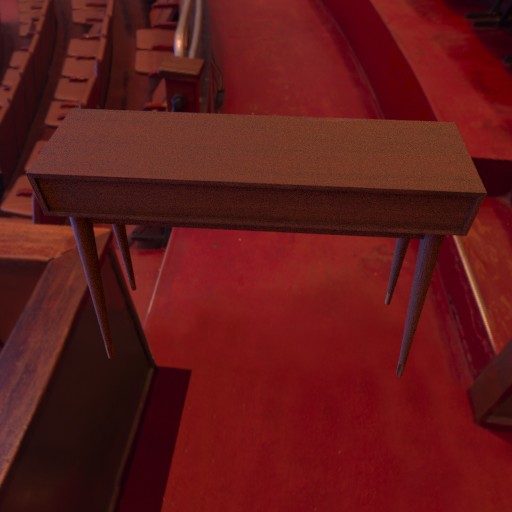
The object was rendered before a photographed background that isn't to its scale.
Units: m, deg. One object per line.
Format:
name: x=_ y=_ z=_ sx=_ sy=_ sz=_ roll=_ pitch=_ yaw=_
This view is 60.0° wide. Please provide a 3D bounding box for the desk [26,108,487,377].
desk: x=0.000 y=0.000 z=1.600 sx=1.204 sy=0.917 sz=0.384 roll=3 pitch=47 yaw=3
